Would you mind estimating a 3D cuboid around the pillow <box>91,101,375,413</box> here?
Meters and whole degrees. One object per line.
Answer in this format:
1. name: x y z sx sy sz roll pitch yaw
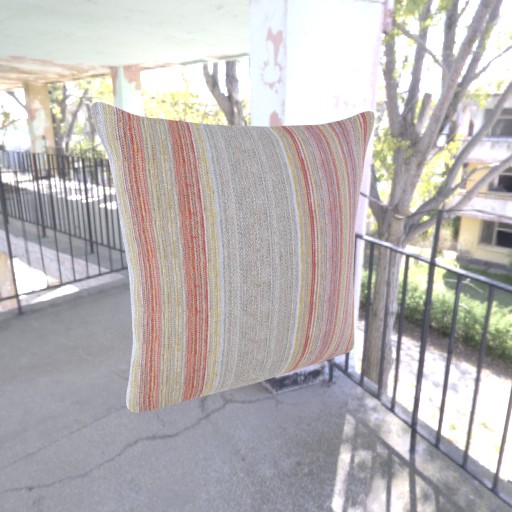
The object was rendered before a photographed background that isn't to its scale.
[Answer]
1. pillow: 0.000 0.000 0.698 0.451 0.449 0.191 -8 18 -26
